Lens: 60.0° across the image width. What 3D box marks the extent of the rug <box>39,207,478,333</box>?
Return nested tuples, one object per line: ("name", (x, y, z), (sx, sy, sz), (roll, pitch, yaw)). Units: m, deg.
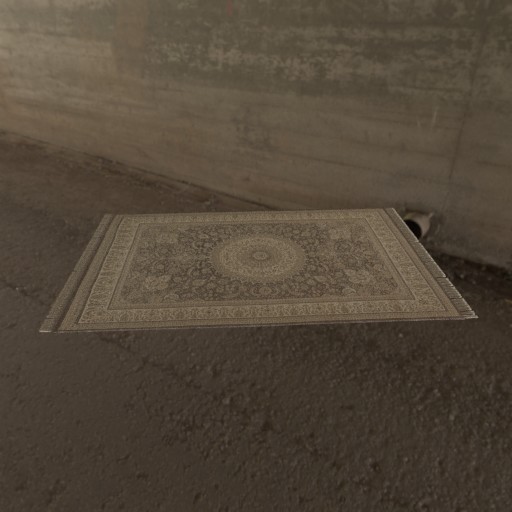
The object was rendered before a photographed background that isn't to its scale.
("rug", (0.000, 0.000, 3.104), (2.440, 0.010, 1.528), (-2, 30, -3))
